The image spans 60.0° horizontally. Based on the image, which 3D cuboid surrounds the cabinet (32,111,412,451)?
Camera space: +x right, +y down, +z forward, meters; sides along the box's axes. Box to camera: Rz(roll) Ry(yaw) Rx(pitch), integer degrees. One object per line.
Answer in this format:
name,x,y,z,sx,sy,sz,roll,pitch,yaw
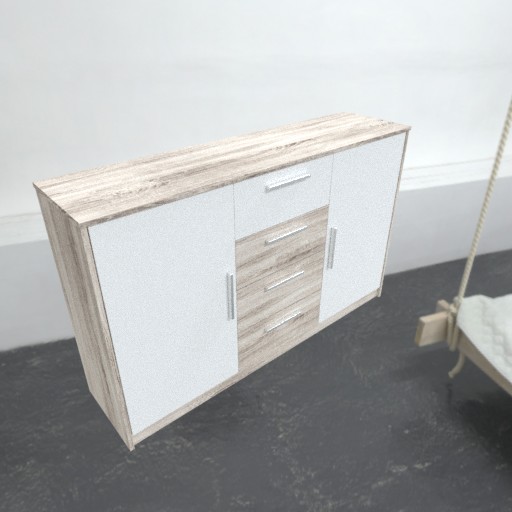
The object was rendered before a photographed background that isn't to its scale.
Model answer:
cabinet,0.000,0.000,1.846,1.450,0.900,0.380,-23,38,-34
